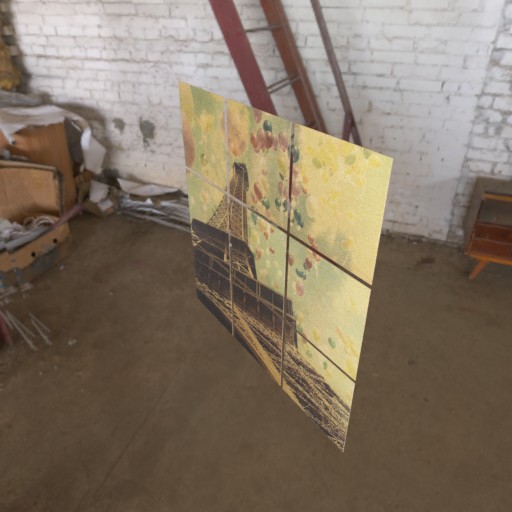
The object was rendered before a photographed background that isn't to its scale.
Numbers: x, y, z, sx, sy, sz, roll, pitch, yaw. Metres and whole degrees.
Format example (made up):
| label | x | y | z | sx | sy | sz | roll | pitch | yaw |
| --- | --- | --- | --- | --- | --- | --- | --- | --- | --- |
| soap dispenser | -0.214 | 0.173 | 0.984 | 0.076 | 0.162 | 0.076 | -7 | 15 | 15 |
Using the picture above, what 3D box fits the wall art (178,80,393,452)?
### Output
| label | x | y | z | sx | sy | sz | roll | pitch | yaw |
| --- | --- | --- | --- | --- | --- | --- | --- | --- | --- |
| wall art | 0.000 | 0.000 | 2.319 | 0.002 | 1.505 | 1.517 | -20 | 37 | -29 |
